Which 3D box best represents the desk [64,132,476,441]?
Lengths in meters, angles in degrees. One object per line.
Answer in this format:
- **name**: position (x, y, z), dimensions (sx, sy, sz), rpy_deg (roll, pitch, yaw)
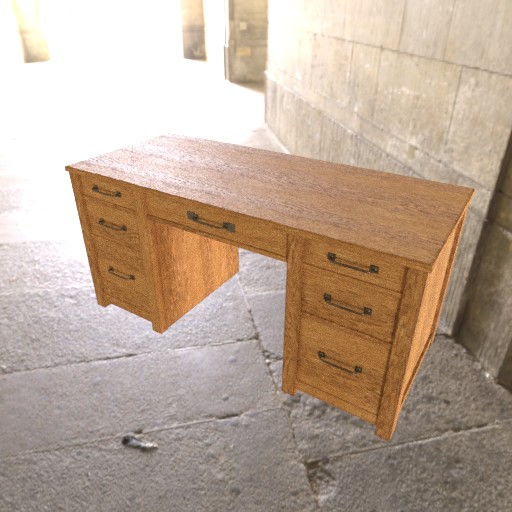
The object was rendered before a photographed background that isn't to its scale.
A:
- **desk**: position (0.000, 0.000, 2.005), dimensions (1.567, 0.751, 0.685), rpy_deg (18, 35, 28)
